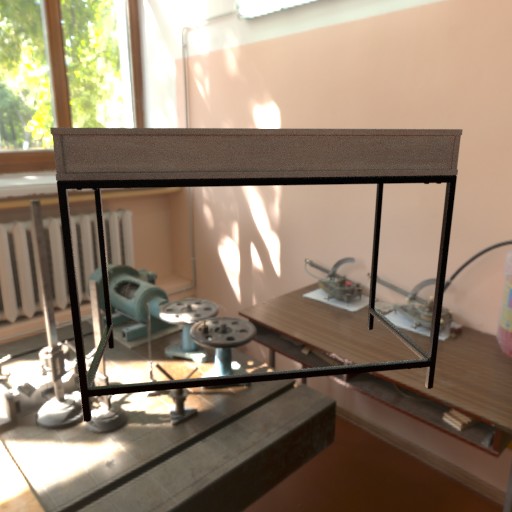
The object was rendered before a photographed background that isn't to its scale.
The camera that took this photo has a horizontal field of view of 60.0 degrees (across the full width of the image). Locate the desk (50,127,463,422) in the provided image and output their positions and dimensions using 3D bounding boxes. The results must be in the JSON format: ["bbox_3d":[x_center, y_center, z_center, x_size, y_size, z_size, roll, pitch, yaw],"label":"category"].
[{"bbox_3d":[0.000,0.000,1.397,1.016,0.762,0.470,-2,15,-9],"label":"desk"}]
